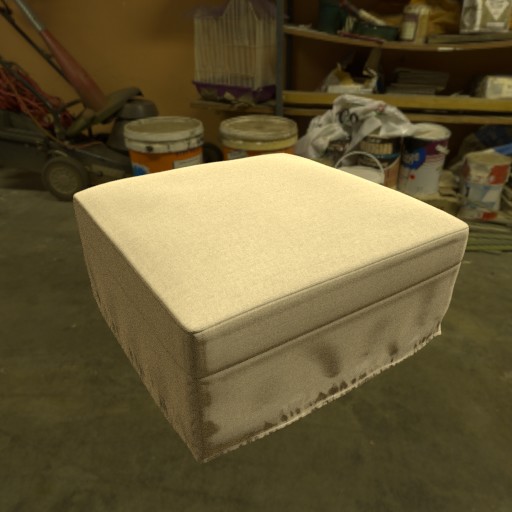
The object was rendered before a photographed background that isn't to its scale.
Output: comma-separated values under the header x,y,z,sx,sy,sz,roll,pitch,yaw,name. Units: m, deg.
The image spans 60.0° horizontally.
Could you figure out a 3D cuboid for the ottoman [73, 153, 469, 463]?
x,y,z,sx,sy,sz,roll,pitch,yaw,name
0.000,0.000,1.331,0.840,0.436,0.843,-18,33,-29,ottoman
